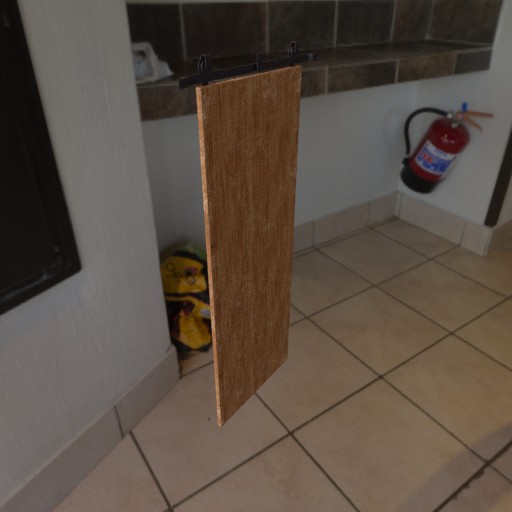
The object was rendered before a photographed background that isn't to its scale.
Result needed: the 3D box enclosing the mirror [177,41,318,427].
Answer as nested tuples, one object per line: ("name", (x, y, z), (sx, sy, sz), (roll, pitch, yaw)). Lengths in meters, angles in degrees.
("mirror", (0.000, 0.000, 2.093), (0.042, 1.793, 0.847), (21, 37, 31))
